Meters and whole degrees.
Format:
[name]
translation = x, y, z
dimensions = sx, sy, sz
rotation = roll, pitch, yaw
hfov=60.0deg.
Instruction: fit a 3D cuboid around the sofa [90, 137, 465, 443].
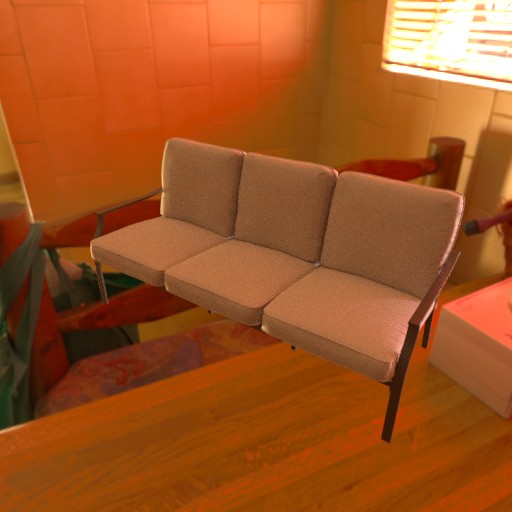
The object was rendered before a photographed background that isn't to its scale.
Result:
[sofa]
translation = 0.000, 0.000, 2.223
dimensions = 1.740, 0.860, 0.787
rotation = 18, 34, 29
